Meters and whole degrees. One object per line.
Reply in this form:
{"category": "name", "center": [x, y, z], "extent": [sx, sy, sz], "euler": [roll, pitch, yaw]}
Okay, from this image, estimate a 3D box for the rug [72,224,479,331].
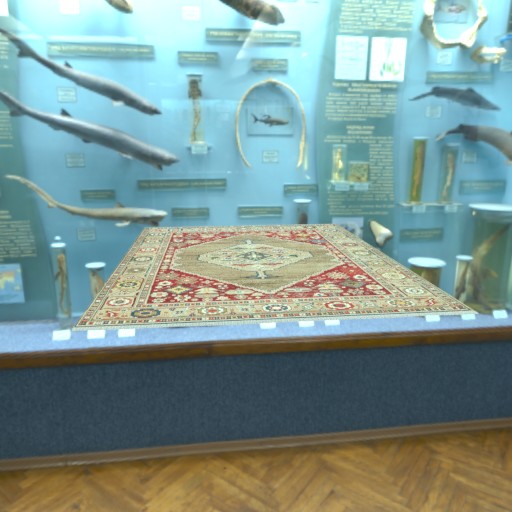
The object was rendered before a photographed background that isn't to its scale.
{"category": "rug", "center": [0.000, 0.000, 4.137], "extent": [2.451, 0.008, 3.143], "euler": [-2, 15, -6]}
